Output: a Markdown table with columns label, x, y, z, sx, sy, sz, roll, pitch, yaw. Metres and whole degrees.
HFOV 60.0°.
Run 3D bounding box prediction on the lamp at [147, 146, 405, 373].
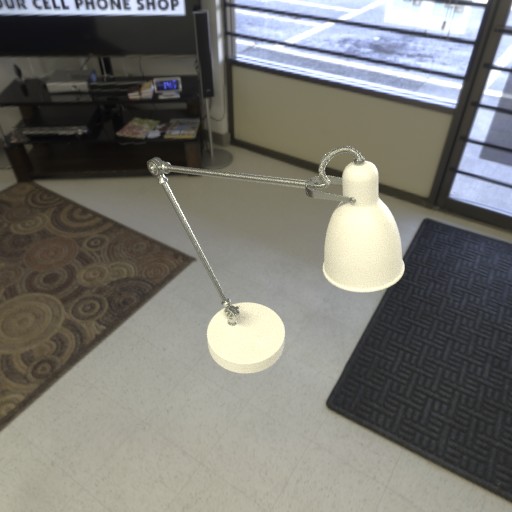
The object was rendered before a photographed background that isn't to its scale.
| label | x | y | z | sx | sy | sz | roll | pitch | yaw |
| --- | --- | --- | --- | --- | --- | --- | --- | --- | --- |
| lamp | 0.000 | 0.000 | 0.880 | 0.561 | 0.587 | 0.187 | 26 | 48 | 27 |
